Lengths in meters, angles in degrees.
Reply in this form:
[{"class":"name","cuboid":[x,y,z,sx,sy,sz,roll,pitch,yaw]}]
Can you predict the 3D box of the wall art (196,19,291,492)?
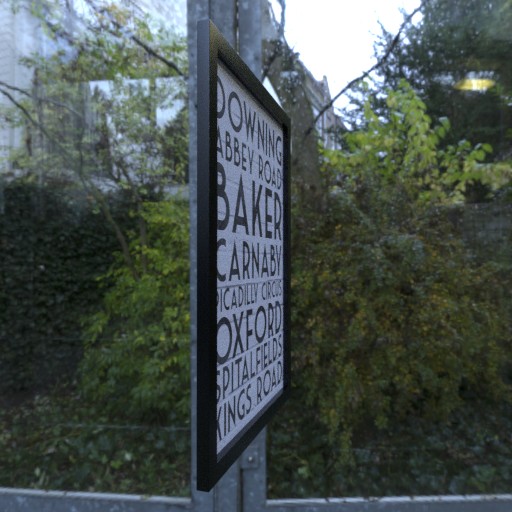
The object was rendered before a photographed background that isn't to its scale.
[{"class":"wall art","cuboid":[0.000,0.000,0.835,0.019,0.656,0.462,0,-1,19]}]
